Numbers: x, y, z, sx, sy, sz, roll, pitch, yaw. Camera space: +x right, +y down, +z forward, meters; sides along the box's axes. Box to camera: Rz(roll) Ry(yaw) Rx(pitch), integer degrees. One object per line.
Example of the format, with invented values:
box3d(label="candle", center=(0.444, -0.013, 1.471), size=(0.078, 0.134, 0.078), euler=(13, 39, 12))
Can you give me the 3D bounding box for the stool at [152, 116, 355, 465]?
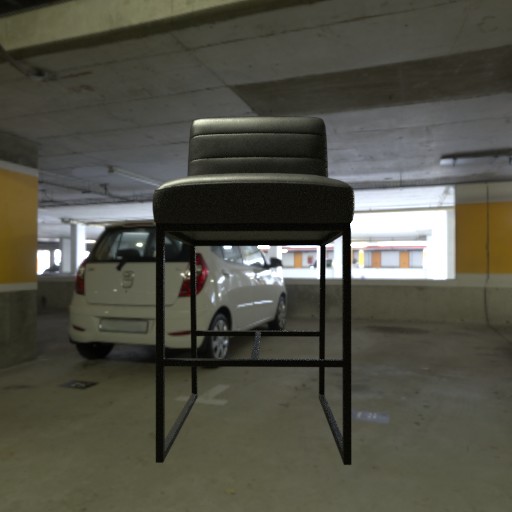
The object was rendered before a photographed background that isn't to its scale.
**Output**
box3d(label="stool", center=(0.000, 0.000, 1.248), size=(0.457, 0.938, 0.552), euler=(0, -1, 2))
